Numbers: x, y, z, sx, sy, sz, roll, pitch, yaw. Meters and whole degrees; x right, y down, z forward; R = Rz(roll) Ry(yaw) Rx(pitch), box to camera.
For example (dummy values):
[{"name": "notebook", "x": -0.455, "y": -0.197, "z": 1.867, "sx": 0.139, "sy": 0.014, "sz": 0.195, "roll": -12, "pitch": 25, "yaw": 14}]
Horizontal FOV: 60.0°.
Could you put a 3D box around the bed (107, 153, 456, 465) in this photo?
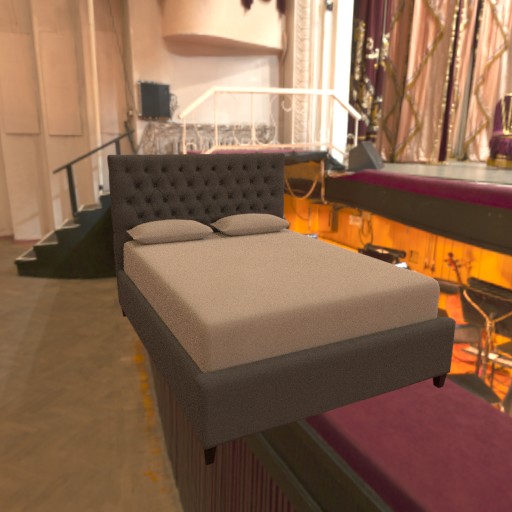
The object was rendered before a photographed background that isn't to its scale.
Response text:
[{"name": "bed", "x": 0.000, "y": 0.000, "z": 3.269, "sx": 1.698, "sy": 1.427, "sz": 2.231, "roll": -7, "pitch": 16, "yaw": -26}]
